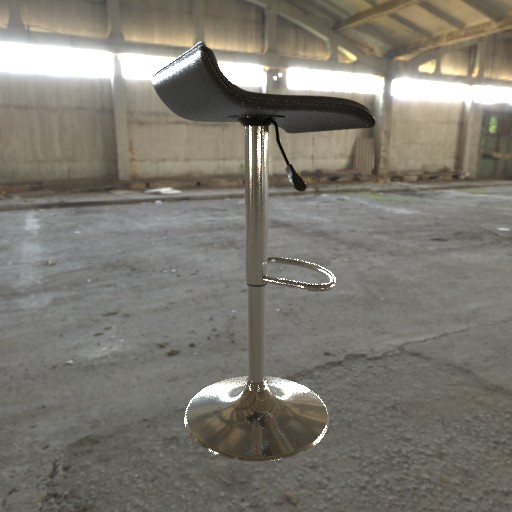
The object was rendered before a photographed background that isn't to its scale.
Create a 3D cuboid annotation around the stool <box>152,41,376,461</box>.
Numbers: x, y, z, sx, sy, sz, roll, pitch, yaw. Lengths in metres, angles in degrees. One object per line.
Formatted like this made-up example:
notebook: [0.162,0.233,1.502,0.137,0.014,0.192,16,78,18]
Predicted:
stool: [0.000,0.000,1.074,0.381,0.851,0.381,-6,14,-25]
